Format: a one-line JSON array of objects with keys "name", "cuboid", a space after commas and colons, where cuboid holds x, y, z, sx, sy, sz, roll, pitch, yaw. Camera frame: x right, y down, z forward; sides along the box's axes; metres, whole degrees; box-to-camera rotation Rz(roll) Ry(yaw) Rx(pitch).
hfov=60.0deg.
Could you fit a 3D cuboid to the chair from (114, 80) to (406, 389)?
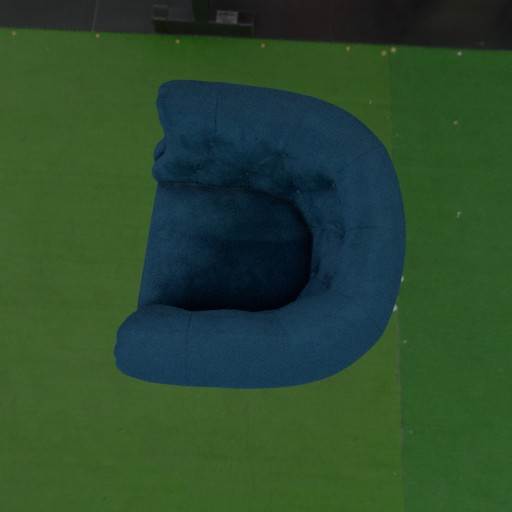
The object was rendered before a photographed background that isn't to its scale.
[{"name": "chair", "cuboid": [0.000, 0.000, 1.579, 0.851, 0.826, 0.904, 5, 75, 1]}]
